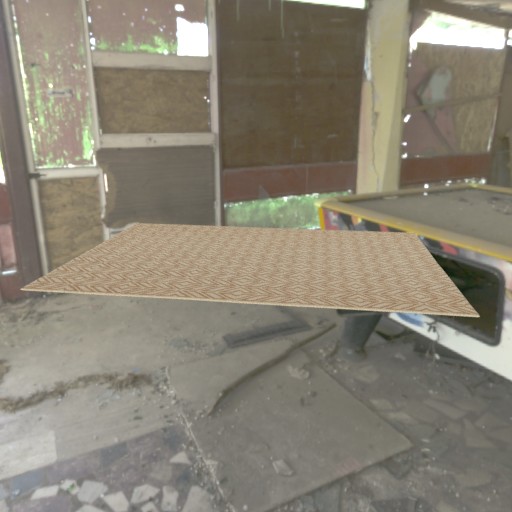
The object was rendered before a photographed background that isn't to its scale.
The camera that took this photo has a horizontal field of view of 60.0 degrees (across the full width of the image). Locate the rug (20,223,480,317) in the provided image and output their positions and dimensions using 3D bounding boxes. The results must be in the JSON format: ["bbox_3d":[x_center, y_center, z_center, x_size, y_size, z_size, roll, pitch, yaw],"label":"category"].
[{"bbox_3d":[0.000,0.000,2.314,1.828,0.007,1.220,3,18,8],"label":"rug"}]
